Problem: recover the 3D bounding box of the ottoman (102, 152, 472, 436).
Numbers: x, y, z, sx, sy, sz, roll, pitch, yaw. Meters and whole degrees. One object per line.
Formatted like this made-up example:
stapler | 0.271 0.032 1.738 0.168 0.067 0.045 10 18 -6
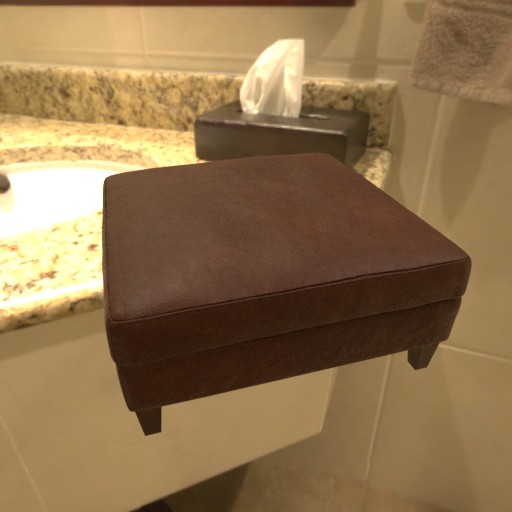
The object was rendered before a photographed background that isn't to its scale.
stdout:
ottoman | 0.000 0.000 1.322 0.844 0.415 0.836 -9 32 -14
